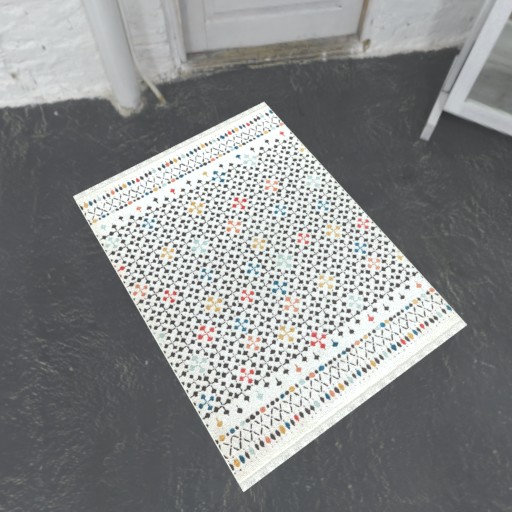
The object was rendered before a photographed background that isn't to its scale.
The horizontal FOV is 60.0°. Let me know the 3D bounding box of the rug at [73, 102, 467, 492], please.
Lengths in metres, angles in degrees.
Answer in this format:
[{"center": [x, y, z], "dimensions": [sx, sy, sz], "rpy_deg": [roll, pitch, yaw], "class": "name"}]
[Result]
[{"center": [0.000, 0.000, 4.216], "dimensions": [2.354, 0.007, 3.196], "rpy_deg": [-31, 67, -14], "class": "rug"}]
